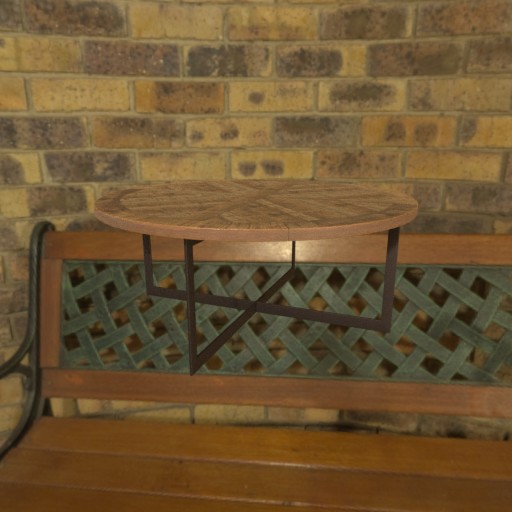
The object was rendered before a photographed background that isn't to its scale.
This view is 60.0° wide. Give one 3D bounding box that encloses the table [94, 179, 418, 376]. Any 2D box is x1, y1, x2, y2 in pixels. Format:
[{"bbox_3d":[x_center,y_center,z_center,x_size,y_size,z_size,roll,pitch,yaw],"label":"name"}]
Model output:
[{"bbox_3d":[0.000,0.000,1.901,1.264,0.516,1.264,0,16,0],"label":"table"}]
